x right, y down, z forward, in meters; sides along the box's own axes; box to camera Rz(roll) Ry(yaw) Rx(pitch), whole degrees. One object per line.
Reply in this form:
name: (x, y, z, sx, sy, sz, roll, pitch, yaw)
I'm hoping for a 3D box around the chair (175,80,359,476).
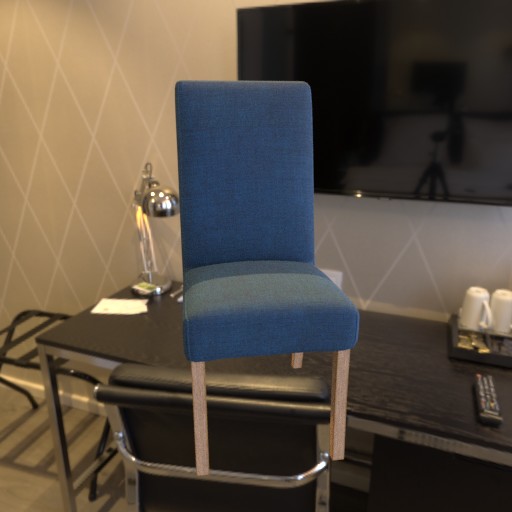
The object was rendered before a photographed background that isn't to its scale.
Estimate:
chair: (0.000, 0.000, 1.345, 0.450, 1.029, 0.610, -3, 18, -8)
